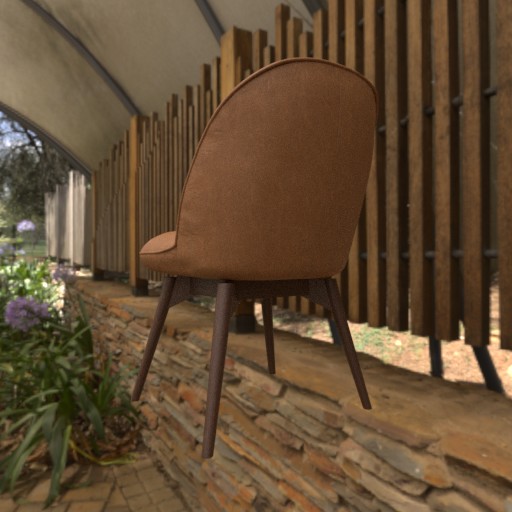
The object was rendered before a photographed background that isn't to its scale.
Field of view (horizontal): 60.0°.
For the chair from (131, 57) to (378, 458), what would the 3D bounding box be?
[{"bbox_3d":[0.000,0.000,1.209,0.521,0.831,0.631,0,0,-35],"label":"chair"}]
